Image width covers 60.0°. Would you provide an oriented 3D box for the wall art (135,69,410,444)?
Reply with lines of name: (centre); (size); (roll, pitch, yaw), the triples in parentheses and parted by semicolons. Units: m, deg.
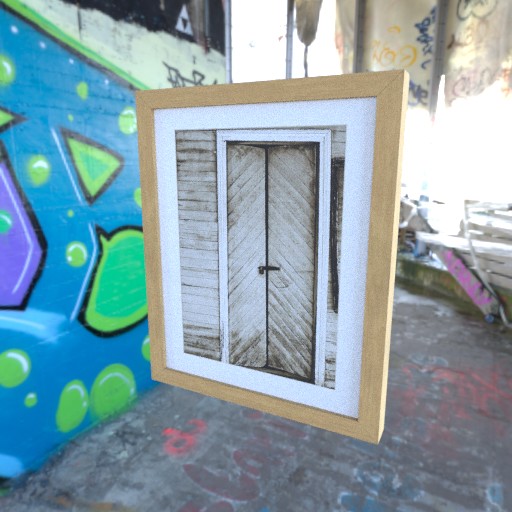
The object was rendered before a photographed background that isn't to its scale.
wall art: (0.000, 0.000, 0.519); (0.312, 0.380, 0.030); (7, 15, 26)
